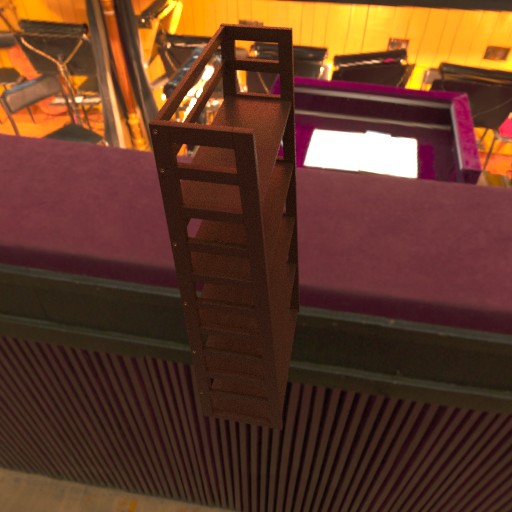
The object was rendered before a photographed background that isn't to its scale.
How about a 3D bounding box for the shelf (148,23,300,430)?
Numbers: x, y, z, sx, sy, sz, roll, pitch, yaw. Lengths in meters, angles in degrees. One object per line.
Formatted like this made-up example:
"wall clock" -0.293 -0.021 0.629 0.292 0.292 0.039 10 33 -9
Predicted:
"shelf" 0.000 0.000 1.904 0.403 1.600 0.763 8 45 7
